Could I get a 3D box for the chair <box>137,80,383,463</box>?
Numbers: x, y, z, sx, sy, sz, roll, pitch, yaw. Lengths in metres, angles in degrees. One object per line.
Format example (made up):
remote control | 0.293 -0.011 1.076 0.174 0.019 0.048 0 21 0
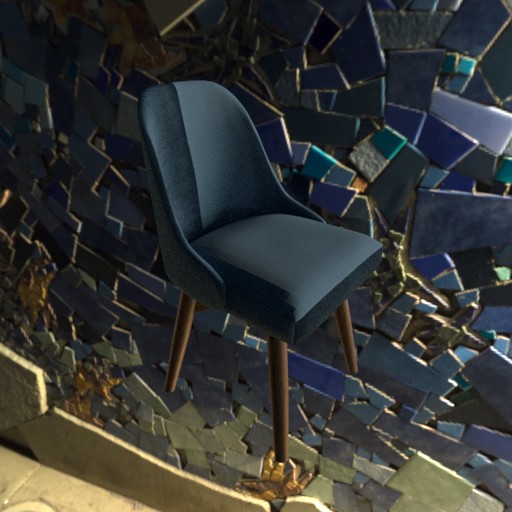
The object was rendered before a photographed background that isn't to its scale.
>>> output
chair | 0.000 0.000 1.253 0.589 0.882 0.503 19 33 32
